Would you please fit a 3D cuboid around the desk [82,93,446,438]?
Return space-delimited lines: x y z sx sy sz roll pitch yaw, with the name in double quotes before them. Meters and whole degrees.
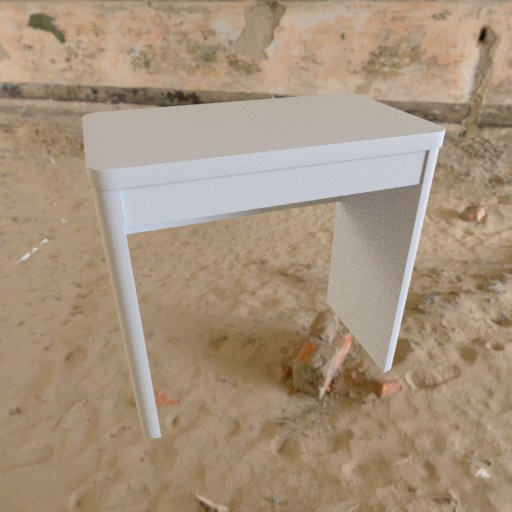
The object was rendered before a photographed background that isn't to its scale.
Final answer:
"desk" 0.000 0.000 1.266 0.790 0.760 0.446 -10 33 -17
